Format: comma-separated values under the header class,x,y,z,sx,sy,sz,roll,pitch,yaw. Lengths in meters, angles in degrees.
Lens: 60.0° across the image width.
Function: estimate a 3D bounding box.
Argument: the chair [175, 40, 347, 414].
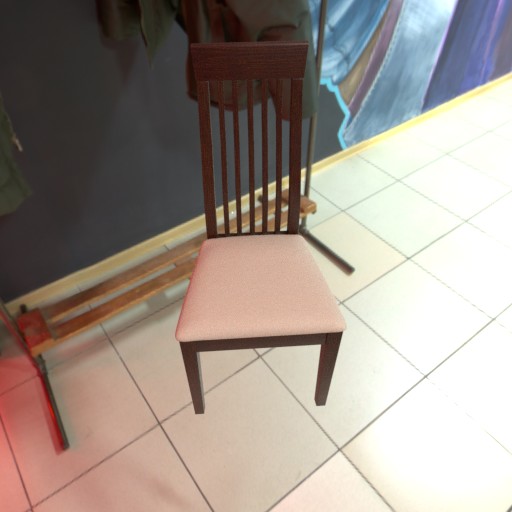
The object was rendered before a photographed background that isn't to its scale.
class,x,y,z,sx,sy,sz,roll,pitch,yaw
chair,0.000,0.000,1.291,0.460,1.027,0.474,-3,46,-3
